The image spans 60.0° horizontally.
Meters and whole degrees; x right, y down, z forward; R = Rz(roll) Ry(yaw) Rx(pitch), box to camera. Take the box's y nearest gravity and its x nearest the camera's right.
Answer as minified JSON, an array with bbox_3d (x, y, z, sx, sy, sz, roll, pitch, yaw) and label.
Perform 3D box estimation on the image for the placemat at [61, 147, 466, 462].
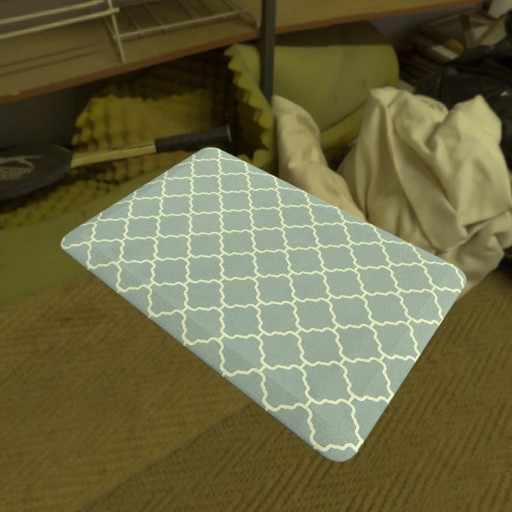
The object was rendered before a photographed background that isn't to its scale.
[{"bbox_3d":[0.000,0.000,0.960,0.762,0.021,0.508,31,55,26],"label":"placemat"}]
